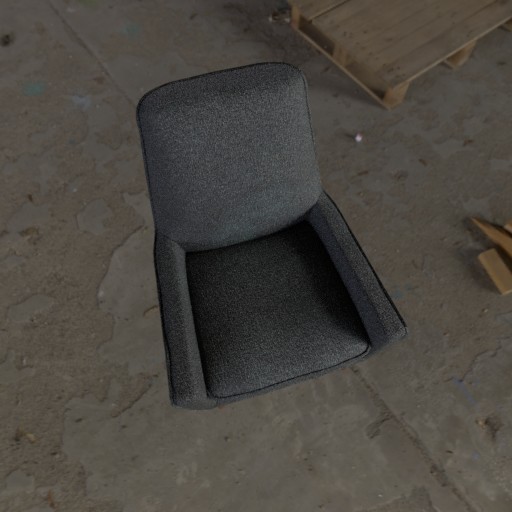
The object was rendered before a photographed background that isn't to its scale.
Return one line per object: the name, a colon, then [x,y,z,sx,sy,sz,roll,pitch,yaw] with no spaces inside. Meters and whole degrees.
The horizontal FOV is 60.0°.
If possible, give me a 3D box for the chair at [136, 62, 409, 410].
chair: [0.000,0.000,1.528,0.763,0.883,0.859,-15,65,-7]
